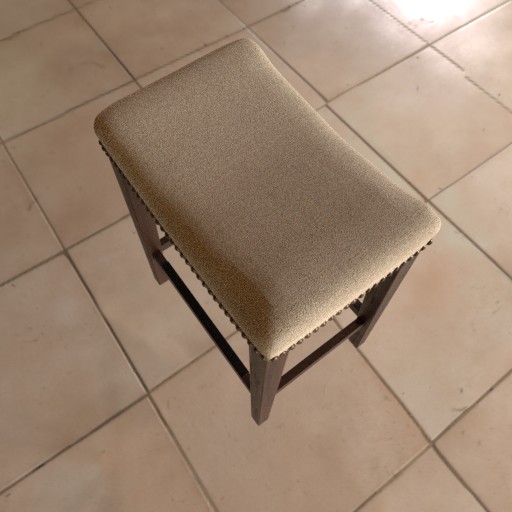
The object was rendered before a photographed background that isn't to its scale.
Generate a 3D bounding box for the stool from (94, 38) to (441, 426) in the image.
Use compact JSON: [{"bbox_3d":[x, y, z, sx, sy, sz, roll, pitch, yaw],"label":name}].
[{"bbox_3d":[0.000,0.000,0.958,0.363,0.669,0.509,-34,68,-16],"label":"stool"}]
